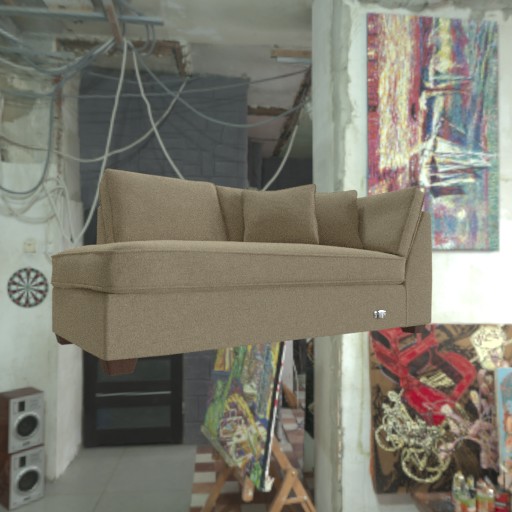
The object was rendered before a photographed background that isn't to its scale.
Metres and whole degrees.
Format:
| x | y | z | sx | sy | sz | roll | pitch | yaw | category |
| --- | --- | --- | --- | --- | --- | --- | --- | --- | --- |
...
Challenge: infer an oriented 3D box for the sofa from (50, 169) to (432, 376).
| x | y | z | sx | sy | sz | roll | pitch | yaw | category |
| --- | --- | --- | --- | --- | --- | --- | --- | --- | --- |
| 0.000 | 0.000 | 2.813 | 2.237 | 1.033 | 1.110 | 1 | -2 | -35 | sofa |
